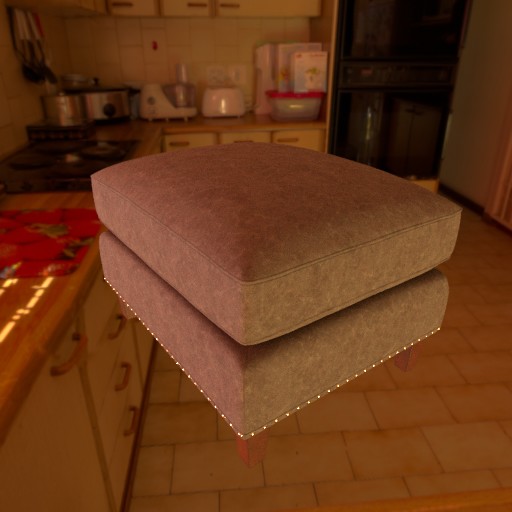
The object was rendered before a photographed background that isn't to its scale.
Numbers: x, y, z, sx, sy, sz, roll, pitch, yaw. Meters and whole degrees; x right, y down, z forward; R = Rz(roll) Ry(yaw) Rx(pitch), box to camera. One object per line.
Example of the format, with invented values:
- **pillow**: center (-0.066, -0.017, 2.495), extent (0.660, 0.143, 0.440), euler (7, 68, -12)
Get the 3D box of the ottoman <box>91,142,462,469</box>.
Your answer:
- **ottoman**: center (0.000, 0.000, 1.128), extent (0.584, 0.513, 0.741), euler (-17, 30, -32)
